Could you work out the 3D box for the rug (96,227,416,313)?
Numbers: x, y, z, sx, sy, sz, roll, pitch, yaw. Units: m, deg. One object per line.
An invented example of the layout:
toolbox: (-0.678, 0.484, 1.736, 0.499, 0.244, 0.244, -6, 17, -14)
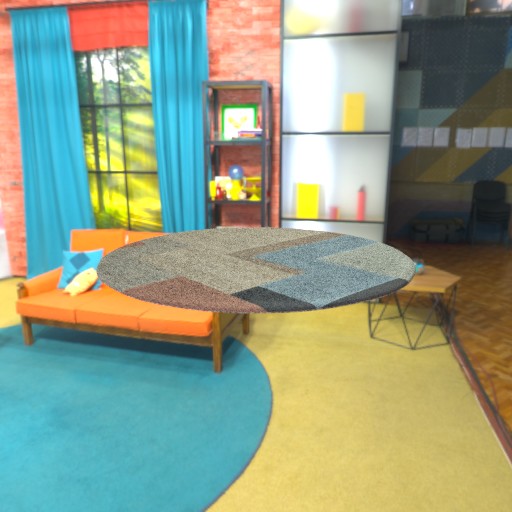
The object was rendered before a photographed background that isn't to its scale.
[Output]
rug: (0.000, 0.000, 3.614, 2.461, 0.033, 2.461, 0, 14, 0)
